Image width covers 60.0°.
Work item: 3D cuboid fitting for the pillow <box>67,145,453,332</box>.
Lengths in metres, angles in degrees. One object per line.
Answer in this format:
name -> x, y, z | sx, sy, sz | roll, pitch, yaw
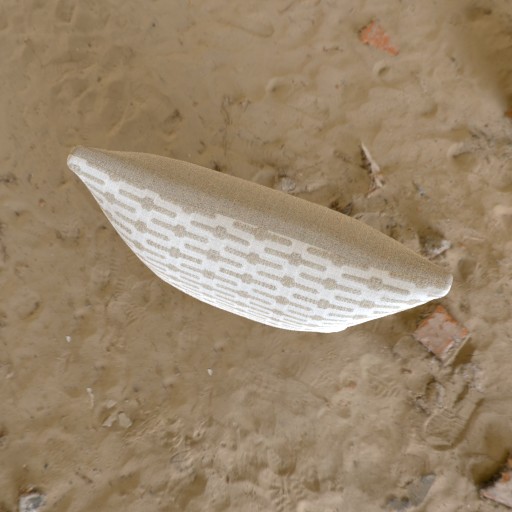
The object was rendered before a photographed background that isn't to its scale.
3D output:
pillow -> 0.000, 0.000, 0.775 | 0.496, 0.491, 0.219 | 19, 77, 5
